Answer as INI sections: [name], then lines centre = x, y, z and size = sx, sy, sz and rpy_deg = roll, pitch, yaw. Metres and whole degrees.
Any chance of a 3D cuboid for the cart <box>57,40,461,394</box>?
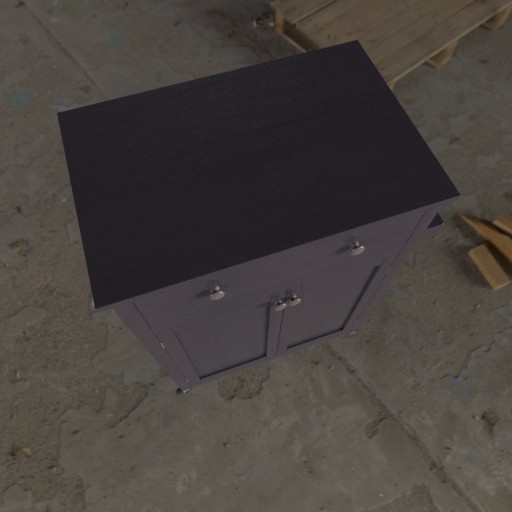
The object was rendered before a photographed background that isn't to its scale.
[cart]
centre = 0.000, 0.000, 1.231
size = 0.690, 0.878, 0.449
rpy_deg = -17, 65, -8
